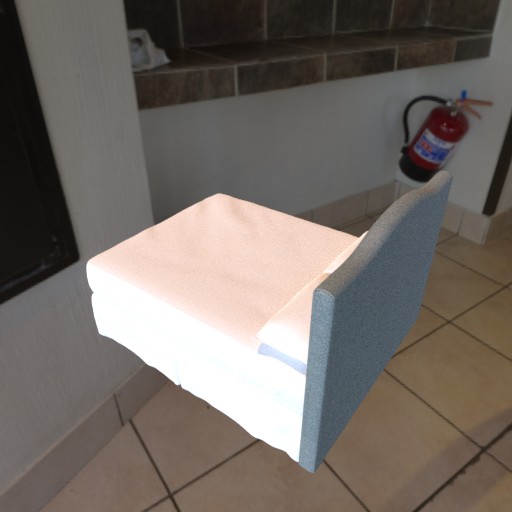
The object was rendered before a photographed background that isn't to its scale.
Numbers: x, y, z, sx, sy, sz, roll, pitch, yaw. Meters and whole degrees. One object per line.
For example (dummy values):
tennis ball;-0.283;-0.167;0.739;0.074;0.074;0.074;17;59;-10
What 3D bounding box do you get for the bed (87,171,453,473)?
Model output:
bed;0.000;0.000;3.343;2.143;1.460;1.753;22;38;30
